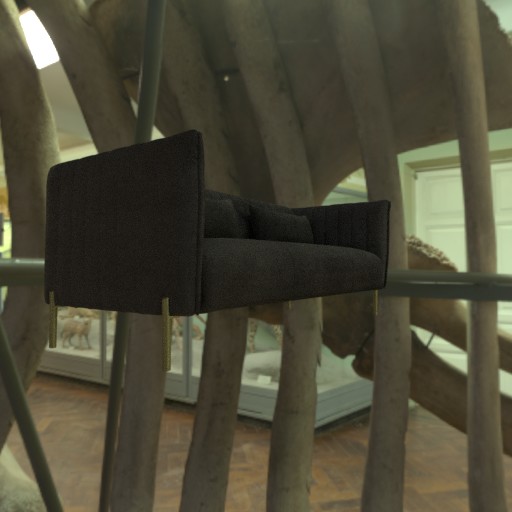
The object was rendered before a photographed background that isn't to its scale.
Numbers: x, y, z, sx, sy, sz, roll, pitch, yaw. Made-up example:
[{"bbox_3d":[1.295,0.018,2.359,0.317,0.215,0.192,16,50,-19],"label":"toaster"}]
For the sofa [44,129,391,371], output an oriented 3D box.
[{"bbox_3d":[0.000,0.000,2.410,0.876,0.780,1.980,-1,-1,35],"label":"sofa"}]
